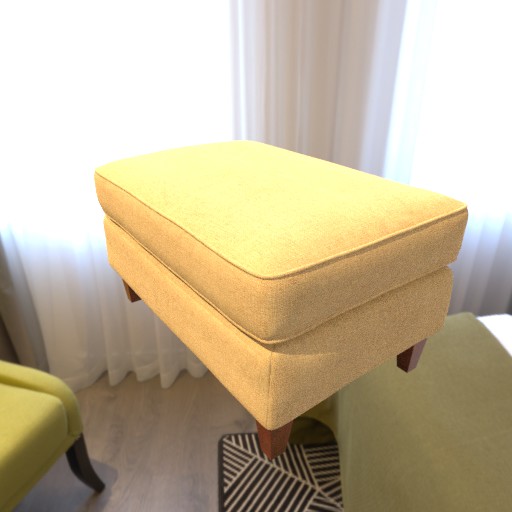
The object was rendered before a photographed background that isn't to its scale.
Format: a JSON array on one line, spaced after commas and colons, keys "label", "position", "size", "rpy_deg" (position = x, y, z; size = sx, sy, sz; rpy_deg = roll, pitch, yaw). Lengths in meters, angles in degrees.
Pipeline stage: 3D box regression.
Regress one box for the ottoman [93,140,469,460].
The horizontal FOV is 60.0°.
[{"label": "ottoman", "position": [0.000, 0.000, 1.202], "size": [0.583, 0.484, 0.862], "rpy_deg": [-18, 31, -32]}]
